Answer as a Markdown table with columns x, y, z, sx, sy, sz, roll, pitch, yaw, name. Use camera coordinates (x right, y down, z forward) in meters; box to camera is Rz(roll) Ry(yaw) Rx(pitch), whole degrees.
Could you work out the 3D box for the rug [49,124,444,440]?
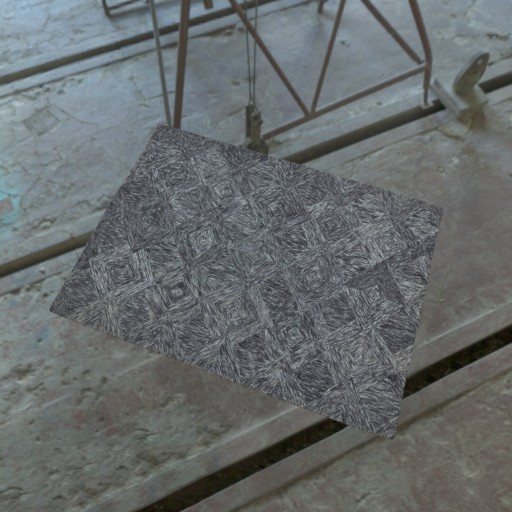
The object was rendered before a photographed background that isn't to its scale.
| x | y | z | sx | sy | sz | roll | pitch | yaw | name |
| --- | --- | --- | --- | --- | --- | --- | --- | --- | --- |
| 0.000 | 0.000 | 5.440 | 4.093 | 0.020 | 2.997 | 18 | 66 | 8 | rug |
